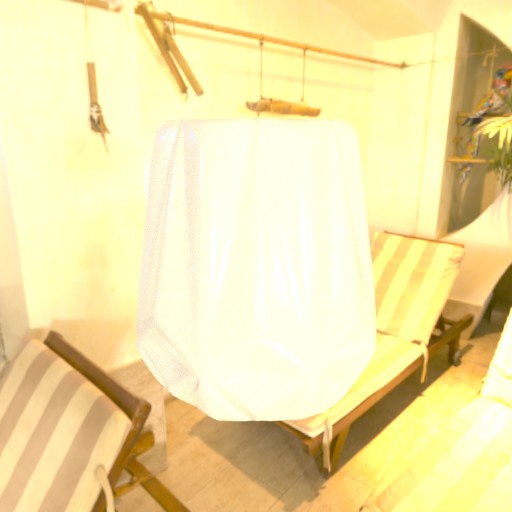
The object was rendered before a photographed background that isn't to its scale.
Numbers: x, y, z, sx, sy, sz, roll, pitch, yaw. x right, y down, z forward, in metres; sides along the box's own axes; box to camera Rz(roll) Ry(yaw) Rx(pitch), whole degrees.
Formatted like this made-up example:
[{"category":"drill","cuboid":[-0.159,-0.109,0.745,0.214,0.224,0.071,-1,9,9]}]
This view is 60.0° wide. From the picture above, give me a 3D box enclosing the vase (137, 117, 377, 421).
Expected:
[{"category":"vase","cuboid":[0.000,0.000,0.259,0.141,0.152,0.141,0,15,0]}]
